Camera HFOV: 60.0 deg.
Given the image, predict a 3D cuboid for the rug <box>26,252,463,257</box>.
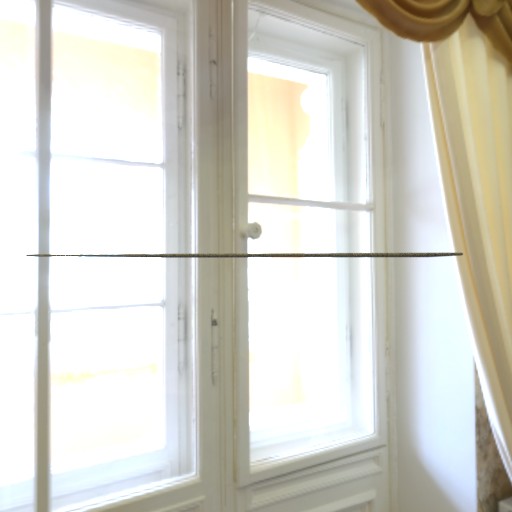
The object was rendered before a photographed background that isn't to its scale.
[{"bbox_3d":[0.000,0.000,2.942,2.283,0.013,1.547,0,0,16],"label":"rug"}]
